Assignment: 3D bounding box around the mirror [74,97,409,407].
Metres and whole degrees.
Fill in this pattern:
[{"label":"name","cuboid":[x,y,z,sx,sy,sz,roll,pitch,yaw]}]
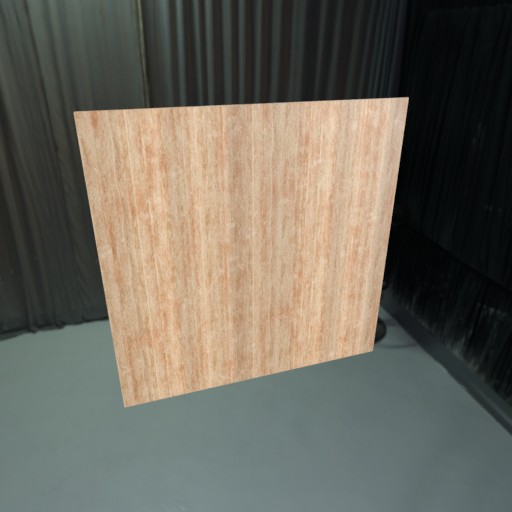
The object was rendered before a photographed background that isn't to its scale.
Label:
[{"label":"mirror","cuboid":[0.000,0.000,0.986,0.651,0.651,0.047,-8,27,-17]}]
